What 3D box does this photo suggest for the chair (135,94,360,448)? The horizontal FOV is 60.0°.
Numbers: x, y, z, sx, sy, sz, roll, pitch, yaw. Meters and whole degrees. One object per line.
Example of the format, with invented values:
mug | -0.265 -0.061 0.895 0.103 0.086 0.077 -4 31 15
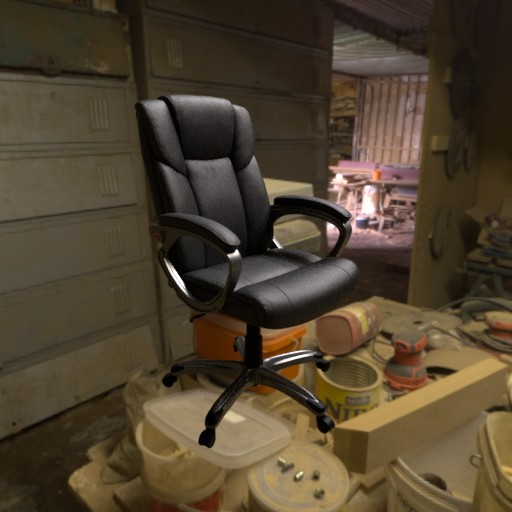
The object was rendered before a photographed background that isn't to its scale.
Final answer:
chair | 0.000 0.000 1.607 0.719 1.130 0.721 15 21 42
